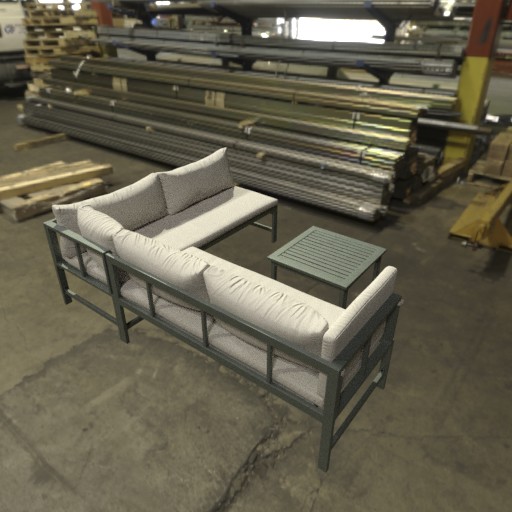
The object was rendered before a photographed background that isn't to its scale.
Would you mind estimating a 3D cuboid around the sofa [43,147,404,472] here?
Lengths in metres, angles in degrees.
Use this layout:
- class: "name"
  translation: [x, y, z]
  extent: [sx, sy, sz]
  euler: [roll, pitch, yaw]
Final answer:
- class: "sofa"
  translation: [0.000, 0.000, 2.917]
  extent: [2.096, 0.758, 1.658]
  euler: [21, 36, 32]
